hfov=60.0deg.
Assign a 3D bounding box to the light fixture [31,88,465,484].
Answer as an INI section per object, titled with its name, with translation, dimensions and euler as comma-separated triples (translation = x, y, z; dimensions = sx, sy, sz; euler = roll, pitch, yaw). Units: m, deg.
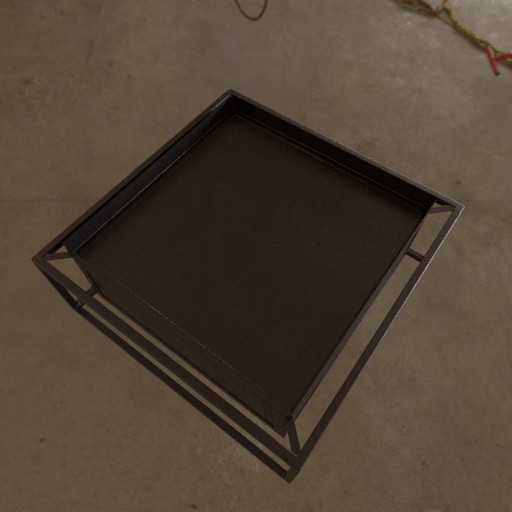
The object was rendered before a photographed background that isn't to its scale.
[light fixture]
translation = 0.000, 0.000, 0.686
dimensions = 0.441, 0.191, 0.441
euler = 32, 64, 18
